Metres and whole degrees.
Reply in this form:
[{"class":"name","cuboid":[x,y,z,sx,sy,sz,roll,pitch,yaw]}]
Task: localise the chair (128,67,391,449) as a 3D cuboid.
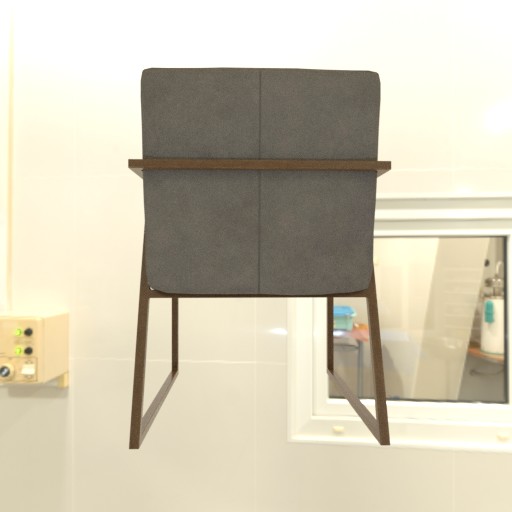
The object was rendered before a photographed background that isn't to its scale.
[{"class":"chair","cuboid":[0.000,0.000,1.289,0.578,0.843,0.682,0,0,-2]}]
